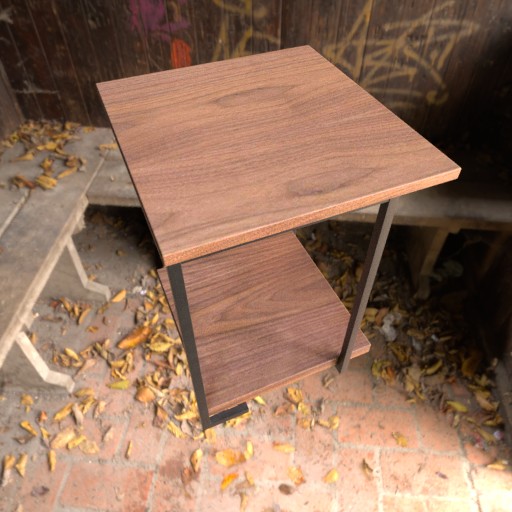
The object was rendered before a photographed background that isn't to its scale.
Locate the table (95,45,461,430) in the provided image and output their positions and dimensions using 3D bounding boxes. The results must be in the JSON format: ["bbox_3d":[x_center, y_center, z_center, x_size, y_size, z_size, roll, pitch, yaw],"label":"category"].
[{"bbox_3d":[0.000,0.000,0.838,0.384,0.567,0.411,-17,49,-16],"label":"table"}]
